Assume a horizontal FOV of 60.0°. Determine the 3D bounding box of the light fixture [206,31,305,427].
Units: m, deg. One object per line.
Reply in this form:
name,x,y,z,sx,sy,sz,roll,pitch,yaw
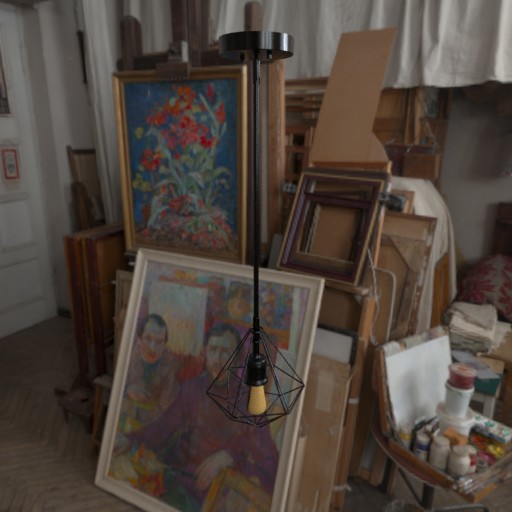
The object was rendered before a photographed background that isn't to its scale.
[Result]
light fixture,0.000,0.000,1.975,0.487,1.764,0.431,-2,16,-7
